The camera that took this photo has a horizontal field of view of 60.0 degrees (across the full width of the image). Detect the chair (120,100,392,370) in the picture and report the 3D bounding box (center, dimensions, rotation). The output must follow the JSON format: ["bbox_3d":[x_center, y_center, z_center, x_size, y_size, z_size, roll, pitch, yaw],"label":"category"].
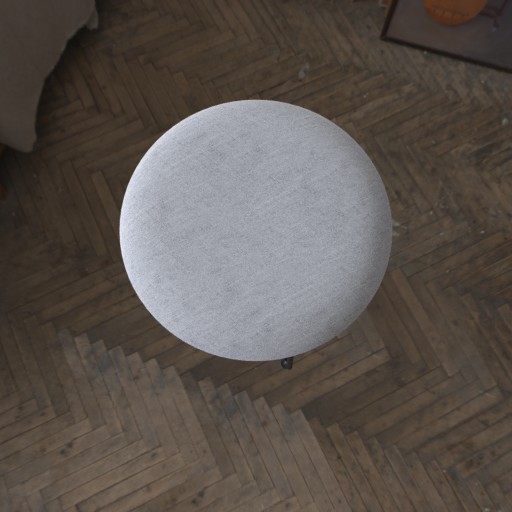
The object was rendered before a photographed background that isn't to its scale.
[{"bbox_3d":[0.000,0.000,0.659,0.350,0.386,0.350,-20,77,-5],"label":"chair"}]
